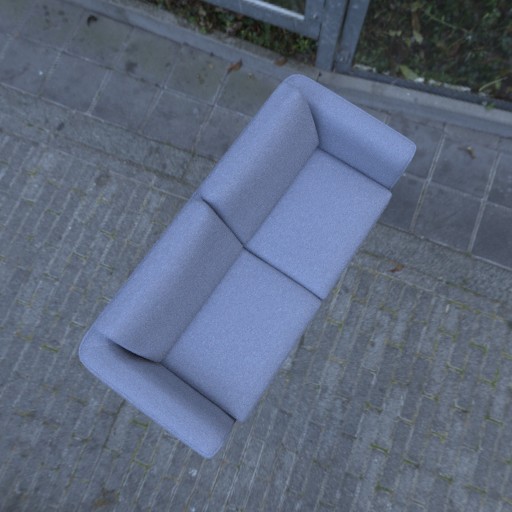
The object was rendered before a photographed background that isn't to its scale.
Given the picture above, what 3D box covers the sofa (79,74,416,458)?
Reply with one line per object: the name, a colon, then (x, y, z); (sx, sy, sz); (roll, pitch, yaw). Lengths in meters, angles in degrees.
sofa: (0.000, 0.000, 2.557); (0.920, 0.870, 2.000); (34, 78, 8)
